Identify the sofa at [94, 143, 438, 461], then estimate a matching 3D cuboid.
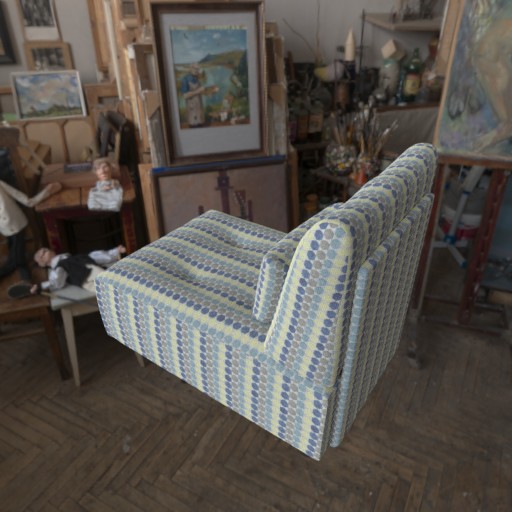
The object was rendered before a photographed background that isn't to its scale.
[{"bbox_3d":[0.000,0.000,1.590,1.000,0.820,0.700,21,38,29],"label":"sofa"}]
